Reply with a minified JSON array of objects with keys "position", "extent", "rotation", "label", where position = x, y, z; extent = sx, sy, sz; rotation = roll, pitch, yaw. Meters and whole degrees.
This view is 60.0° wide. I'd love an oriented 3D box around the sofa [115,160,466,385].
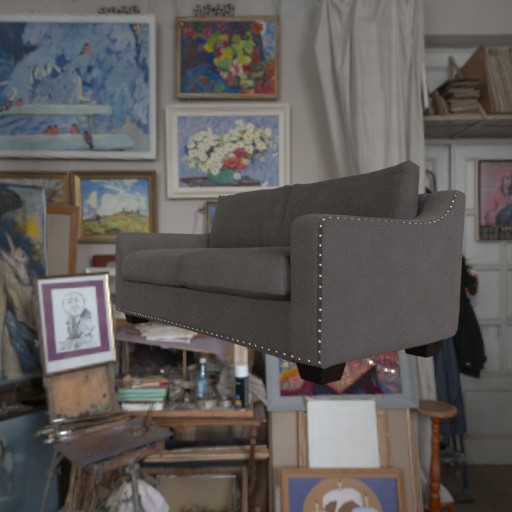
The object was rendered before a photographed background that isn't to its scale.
[{"position":[0.000,0.000,3.353],"extent":[1.336,1.196,2.550],"rotation":[0,1,-38],"label":"sofa"}]
